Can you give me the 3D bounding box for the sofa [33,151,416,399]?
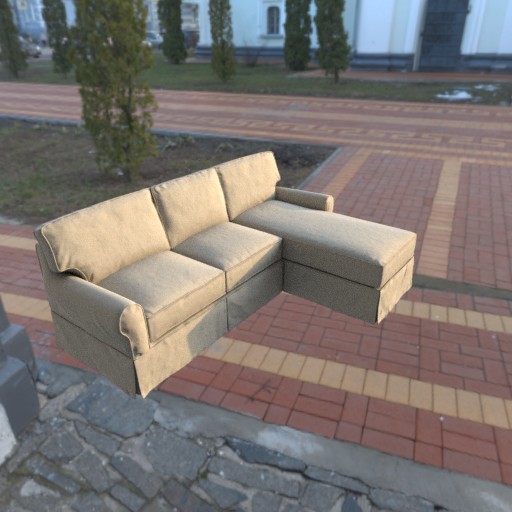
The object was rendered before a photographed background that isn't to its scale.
[{"bbox_3d":[0.000,0.000,3.308,1.733,0.978,2.475,18,32,32],"label":"sofa"}]
